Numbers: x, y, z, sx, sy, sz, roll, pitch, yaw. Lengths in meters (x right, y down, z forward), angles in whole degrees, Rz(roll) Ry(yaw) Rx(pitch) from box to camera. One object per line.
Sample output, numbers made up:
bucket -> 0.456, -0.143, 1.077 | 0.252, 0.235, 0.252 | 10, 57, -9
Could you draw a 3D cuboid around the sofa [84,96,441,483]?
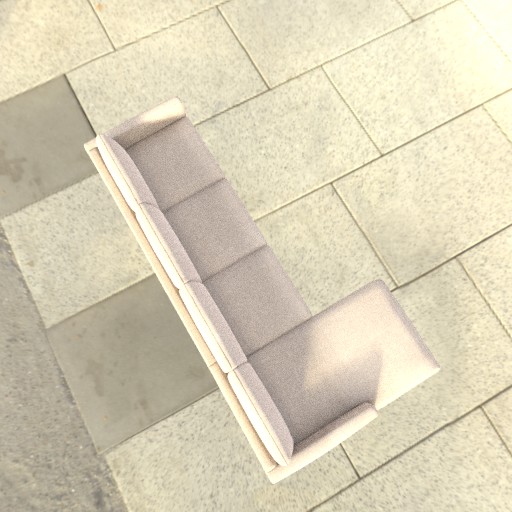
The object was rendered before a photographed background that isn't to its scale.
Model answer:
sofa -> 0.000, 0.000, 3.502 | 1.469, 0.816, 2.923 | -30, 78, -7
